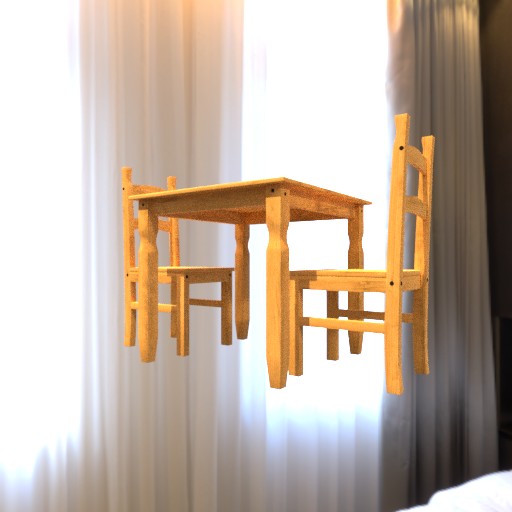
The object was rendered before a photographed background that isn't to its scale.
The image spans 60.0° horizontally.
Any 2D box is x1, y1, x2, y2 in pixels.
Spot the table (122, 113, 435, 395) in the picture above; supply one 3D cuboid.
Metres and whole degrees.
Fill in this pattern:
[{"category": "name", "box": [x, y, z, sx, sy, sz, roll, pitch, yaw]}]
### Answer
[{"category": "table", "box": [0.000, 0.000, 2.059, 1.501, 0.942, 0.813, 0, -1, 36]}]
